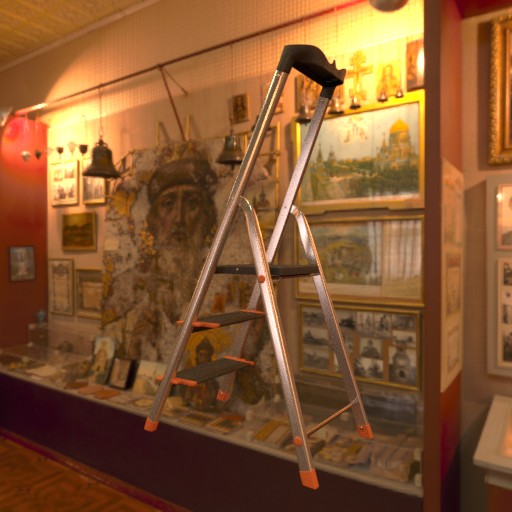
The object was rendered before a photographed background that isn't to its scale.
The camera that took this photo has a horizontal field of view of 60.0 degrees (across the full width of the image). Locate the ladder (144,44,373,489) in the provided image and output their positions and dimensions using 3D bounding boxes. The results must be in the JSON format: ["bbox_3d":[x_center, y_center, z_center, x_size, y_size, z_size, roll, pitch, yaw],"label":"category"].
[{"bbox_3d":[0.000,0.000,1.531,0.686,1.229,0.416,0,1,36],"label":"ladder"}]
